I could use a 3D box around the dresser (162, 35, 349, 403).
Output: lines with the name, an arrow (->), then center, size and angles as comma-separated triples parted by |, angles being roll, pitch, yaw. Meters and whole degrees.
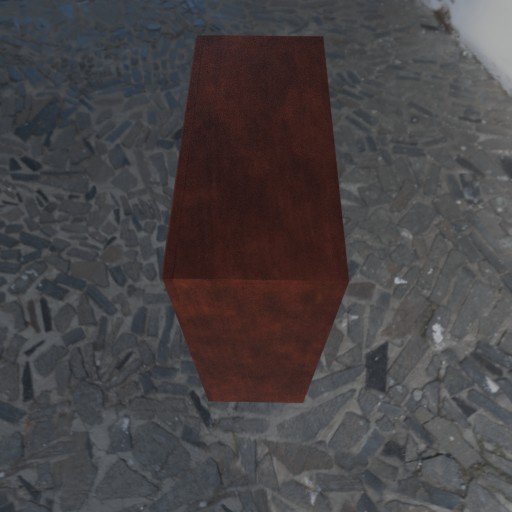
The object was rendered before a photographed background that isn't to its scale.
dresser -> 0.000, 0.000, 2.081 | 0.506, 1.514, 1.072 | 1, 59, 0
